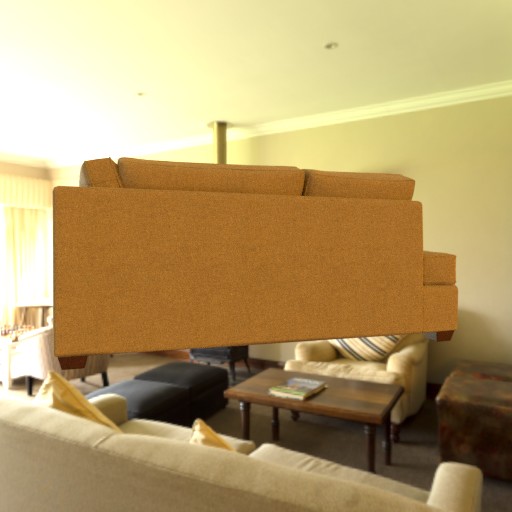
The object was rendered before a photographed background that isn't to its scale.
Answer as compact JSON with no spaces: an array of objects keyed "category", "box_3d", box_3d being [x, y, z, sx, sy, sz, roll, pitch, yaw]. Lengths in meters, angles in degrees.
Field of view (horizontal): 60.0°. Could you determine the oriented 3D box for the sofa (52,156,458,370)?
[{"category":"sofa","box_3d":[0.000,0.000,2.808,2.238,1.019,1.110,0,0,-18]}]
